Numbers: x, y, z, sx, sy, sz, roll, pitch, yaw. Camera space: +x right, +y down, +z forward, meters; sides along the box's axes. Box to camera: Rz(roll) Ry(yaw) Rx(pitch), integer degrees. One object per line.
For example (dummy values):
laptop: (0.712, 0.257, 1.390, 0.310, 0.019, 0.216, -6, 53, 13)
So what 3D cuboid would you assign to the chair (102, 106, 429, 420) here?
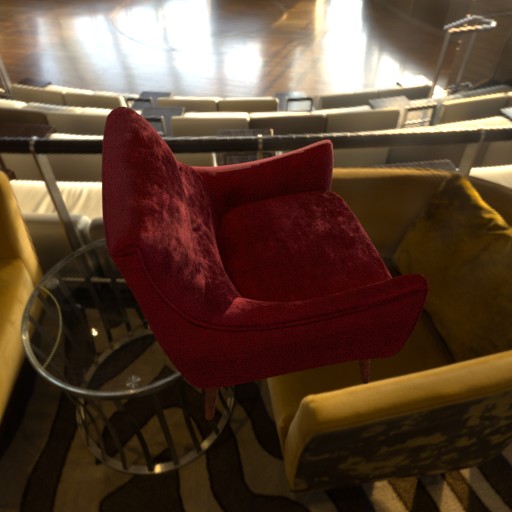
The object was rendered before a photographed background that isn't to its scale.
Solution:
chair: (0.000, 0.000, 1.433, 0.787, 0.838, 0.762, -10, 46, -10)
